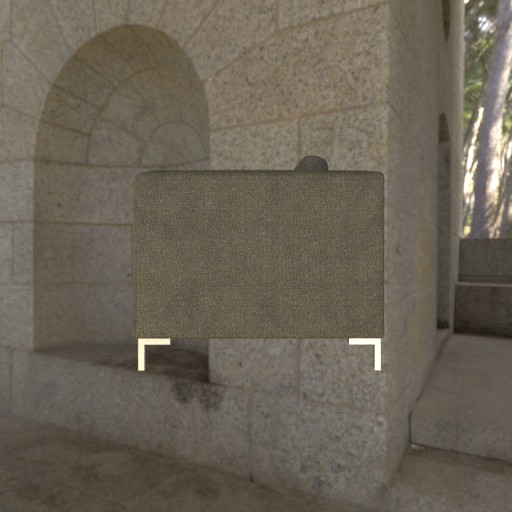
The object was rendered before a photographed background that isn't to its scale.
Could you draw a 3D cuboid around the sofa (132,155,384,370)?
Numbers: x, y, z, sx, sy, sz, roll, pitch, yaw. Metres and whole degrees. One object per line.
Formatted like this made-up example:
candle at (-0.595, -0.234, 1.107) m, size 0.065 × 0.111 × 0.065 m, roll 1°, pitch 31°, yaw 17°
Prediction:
sofa at (0.000, 0.000, 2.878) m, size 0.969 × 0.867 × 2.415 m, roll 0°, pitch 0°, yaw 0°
